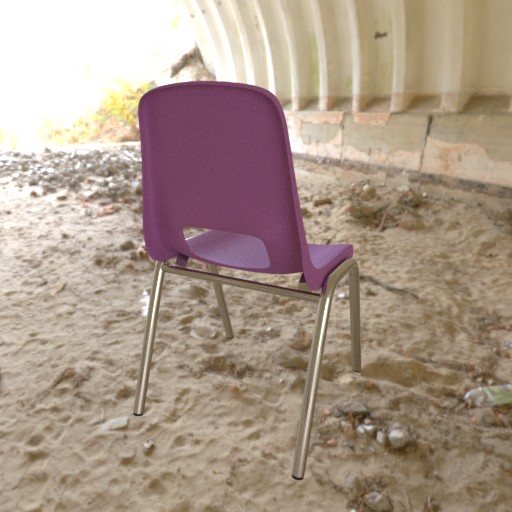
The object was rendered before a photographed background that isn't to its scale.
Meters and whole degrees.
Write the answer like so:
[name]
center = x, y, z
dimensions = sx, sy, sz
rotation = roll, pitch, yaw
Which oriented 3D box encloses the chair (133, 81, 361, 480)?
[chair]
center = 0.000, 0.000, 0.690
dimensions = 0.291, 0.493, 0.301
rotation = 9, 20, 26
